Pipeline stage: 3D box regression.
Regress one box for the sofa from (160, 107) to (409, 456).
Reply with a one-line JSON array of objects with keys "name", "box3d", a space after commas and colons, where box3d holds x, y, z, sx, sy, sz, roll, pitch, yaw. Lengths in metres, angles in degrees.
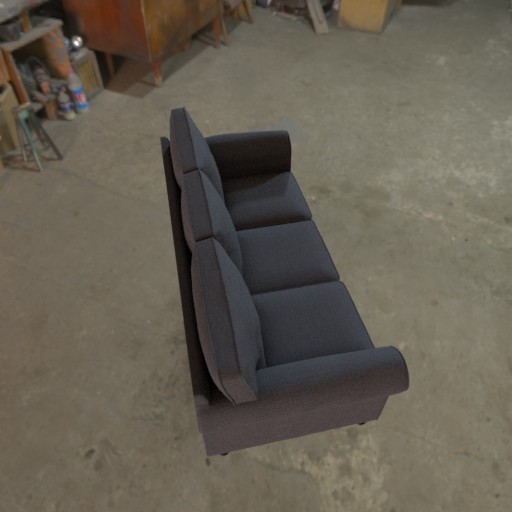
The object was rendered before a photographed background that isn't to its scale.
[{"name": "sofa", "box3d": [0.000, 0.000, 2.608, 0.909, 0.966, 2.084, -9, 47, -9]}]
